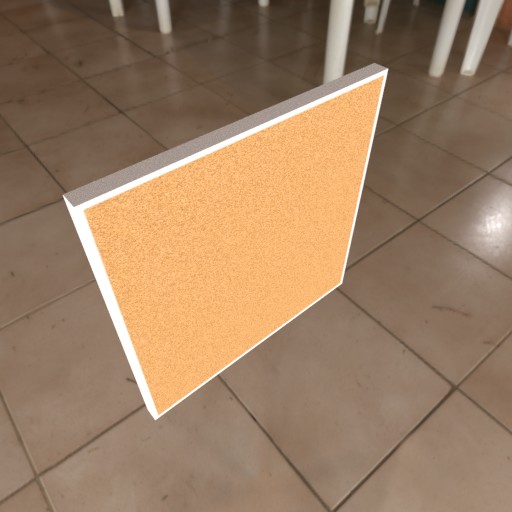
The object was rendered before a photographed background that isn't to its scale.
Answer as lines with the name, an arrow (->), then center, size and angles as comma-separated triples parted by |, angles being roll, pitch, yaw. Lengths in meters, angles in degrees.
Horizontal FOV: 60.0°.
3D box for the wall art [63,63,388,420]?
wall art -> 0.000, 0.000, 1.137 | 0.768, 0.765, 0.041 | -31, 54, -27
